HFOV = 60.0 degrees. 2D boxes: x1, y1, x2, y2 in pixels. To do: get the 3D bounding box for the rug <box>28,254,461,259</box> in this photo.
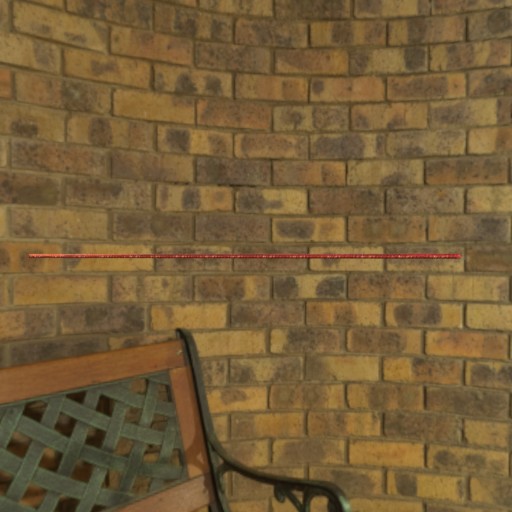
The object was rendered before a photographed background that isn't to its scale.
[{"bbox_3d":[0.000,0.000,2.340,1.835,0.018,1.230,0,0,18],"label":"rug"}]
